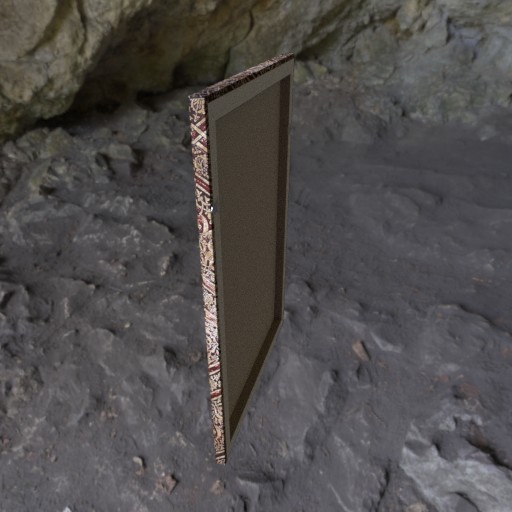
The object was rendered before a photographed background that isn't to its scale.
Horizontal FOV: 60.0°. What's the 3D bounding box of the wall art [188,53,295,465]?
[{"bbox_3d":[0.000,0.000,0.764,0.020,0.599,0.397,9,32,15],"label":"wall art"}]
